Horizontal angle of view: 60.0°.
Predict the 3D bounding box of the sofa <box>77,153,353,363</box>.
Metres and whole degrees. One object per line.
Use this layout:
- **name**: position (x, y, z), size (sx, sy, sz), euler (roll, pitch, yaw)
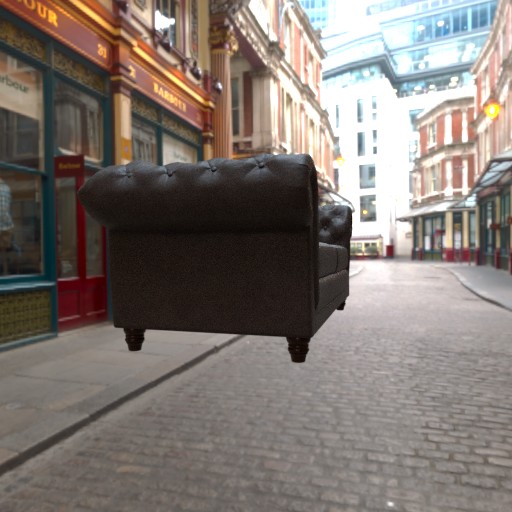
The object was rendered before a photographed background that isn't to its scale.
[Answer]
- **sofa**: position (0.000, 0.000, 2.524), size (0.944, 0.779, 2.048), euler (0, 0, 16)
